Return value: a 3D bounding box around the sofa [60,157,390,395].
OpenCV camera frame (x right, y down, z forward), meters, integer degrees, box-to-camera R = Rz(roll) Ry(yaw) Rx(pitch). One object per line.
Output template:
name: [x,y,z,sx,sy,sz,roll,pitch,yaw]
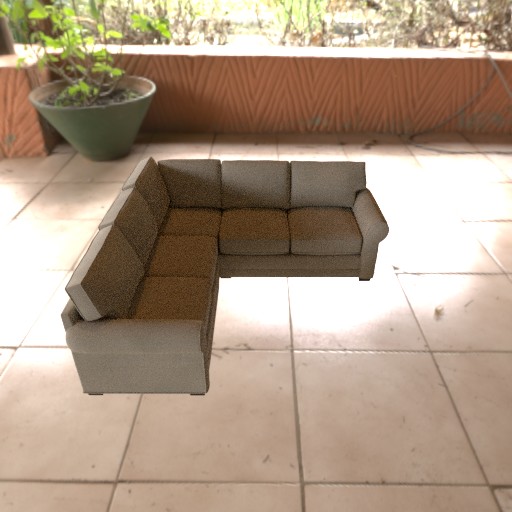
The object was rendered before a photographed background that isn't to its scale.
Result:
sofa: [0.000,0.000,4.006,2.569,1.054,2.487,0,32,0]
